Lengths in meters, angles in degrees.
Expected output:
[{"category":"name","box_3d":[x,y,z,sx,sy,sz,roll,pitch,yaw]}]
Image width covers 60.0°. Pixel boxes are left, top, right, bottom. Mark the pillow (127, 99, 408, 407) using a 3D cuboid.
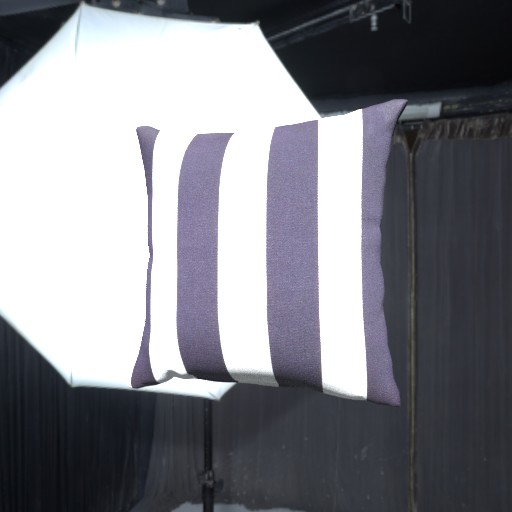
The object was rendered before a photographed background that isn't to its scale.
[{"category":"pillow","box_3d":[0.000,0.000,0.823,0.536,0.526,0.189,0,-1,17]}]
